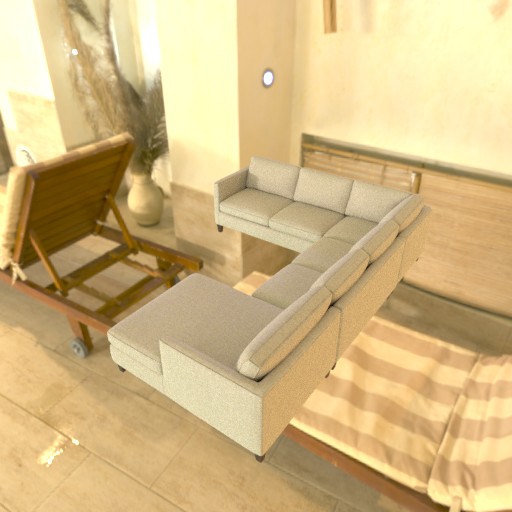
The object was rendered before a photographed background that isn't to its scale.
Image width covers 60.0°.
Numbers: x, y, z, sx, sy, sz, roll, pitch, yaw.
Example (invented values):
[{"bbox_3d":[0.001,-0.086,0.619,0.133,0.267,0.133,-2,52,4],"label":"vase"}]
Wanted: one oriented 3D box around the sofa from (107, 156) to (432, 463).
[{"bbox_3d":[0.000,0.000,4.597,2.551,0.889,3.403,21,37,30],"label":"sofa"}]
